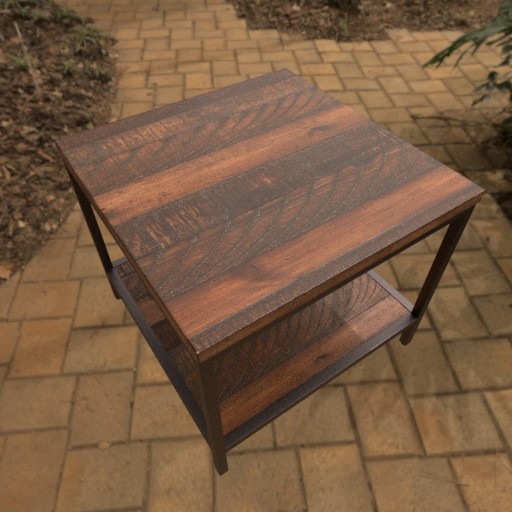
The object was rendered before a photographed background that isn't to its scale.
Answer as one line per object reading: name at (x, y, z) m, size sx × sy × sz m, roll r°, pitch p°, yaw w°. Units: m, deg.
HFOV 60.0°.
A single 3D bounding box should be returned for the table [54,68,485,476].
table at (0.000, 0.000, 0.963) m, size 0.548 × 0.482 × 0.553 m, roll -27°, pitch 53°, yaw -23°
